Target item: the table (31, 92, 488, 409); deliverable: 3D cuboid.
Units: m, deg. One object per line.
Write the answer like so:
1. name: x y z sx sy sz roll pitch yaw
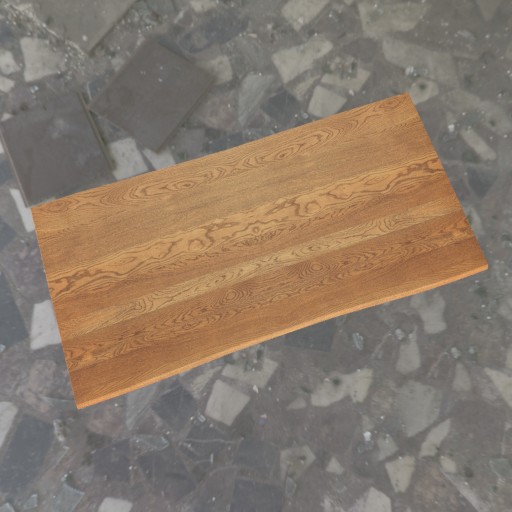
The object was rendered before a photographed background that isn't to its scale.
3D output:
1. table: 0.000 0.000 2.270 1.800 0.770 0.900 -18 78 -4
